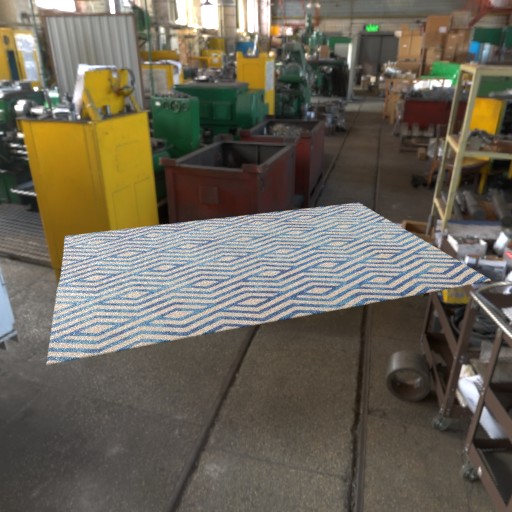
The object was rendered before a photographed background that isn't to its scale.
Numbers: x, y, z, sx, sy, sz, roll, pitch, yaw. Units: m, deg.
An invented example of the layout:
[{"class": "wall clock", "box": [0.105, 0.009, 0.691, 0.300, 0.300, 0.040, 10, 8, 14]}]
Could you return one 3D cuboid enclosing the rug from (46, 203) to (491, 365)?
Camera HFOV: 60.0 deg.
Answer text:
[{"class": "rug", "box": [0.000, 0.000, 2.941, 2.439, 0.008, 1.531, -8, 26, -17]}]
